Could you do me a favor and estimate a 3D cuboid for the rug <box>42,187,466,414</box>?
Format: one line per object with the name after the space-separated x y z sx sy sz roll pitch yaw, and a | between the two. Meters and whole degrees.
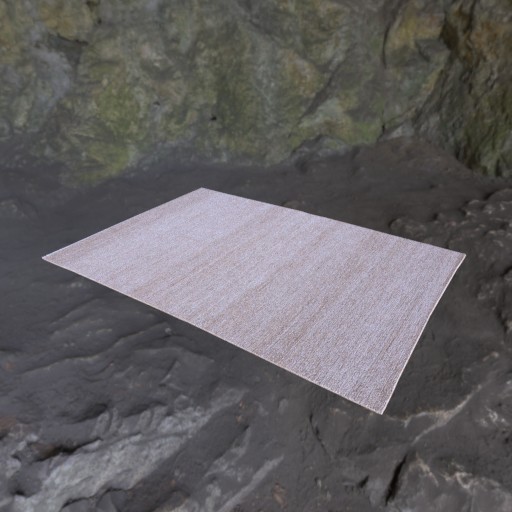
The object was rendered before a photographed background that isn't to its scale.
0.000 0.000 2.890 2.283 0.030 1.596 18 33 30 | rug
